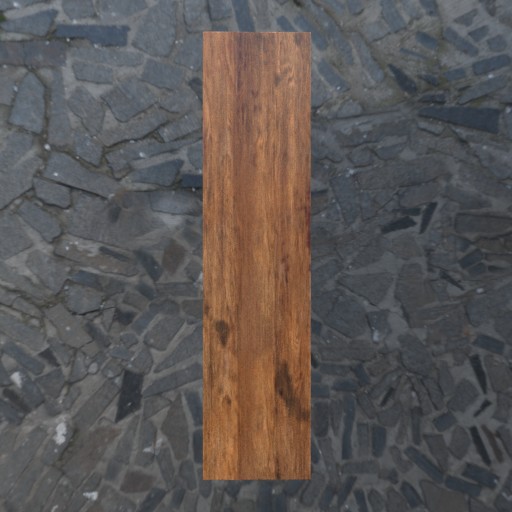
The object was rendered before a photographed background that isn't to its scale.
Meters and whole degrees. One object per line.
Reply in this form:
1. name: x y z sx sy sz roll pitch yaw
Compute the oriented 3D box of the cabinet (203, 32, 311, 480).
1. cabinet: 0.000 0.000 1.698 0.349 0.528 1.448 0 90 -1
